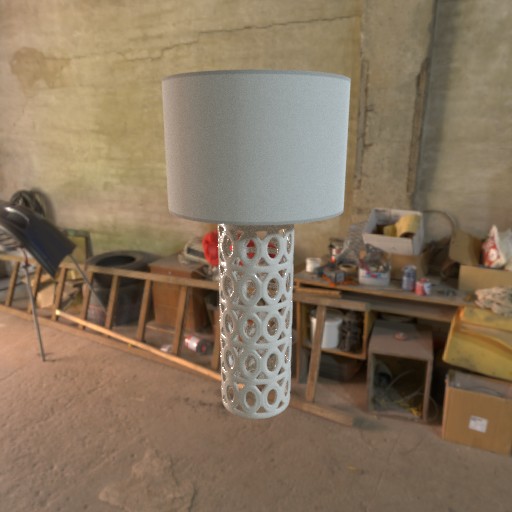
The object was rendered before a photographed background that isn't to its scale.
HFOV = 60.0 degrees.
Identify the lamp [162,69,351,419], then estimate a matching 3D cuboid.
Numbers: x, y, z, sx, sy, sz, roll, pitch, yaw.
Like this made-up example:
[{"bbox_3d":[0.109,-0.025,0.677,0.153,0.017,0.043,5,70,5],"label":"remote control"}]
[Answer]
[{"bbox_3d":[0.000,0.000,0.864,0.325,0.636,0.324,-2,16,-8],"label":"lamp"}]
